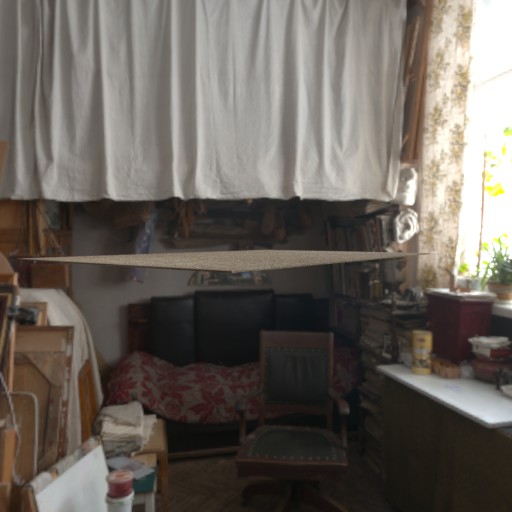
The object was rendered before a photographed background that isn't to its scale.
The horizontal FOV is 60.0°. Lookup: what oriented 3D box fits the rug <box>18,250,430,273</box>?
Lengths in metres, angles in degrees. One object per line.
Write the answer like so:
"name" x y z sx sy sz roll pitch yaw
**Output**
"rug" 0.000 0.000 2.289 1.221 0.006 1.827 2 3 37
